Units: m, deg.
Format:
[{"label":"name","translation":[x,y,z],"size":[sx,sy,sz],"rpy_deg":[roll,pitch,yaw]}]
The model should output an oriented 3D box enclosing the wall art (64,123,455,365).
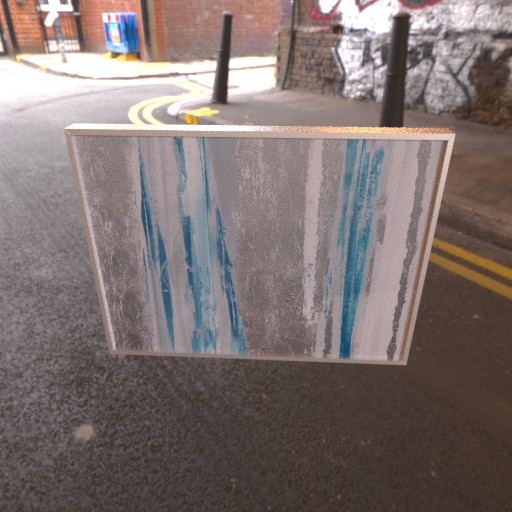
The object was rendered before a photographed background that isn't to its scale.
[{"label":"wall art","translation":[0.000,0.000,1.415],"size":[1.056,0.801,0.066],"rpy_deg":[2,29,3]}]
